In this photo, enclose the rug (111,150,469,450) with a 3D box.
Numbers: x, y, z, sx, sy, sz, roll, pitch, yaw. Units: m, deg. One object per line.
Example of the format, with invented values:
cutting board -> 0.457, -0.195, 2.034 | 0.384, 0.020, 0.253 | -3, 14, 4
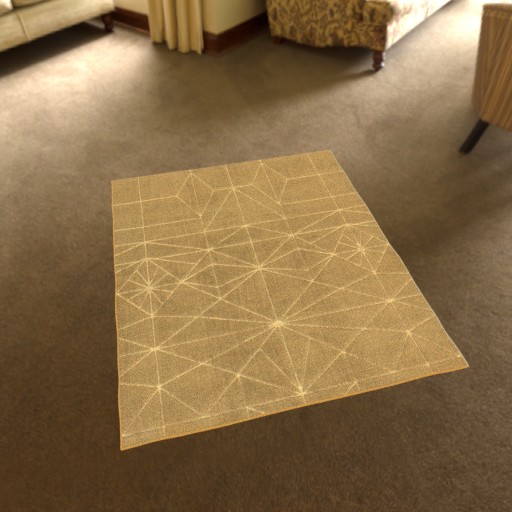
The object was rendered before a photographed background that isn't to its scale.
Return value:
rug -> 0.000, 0.000, 0.877 | 0.548, 0.006, 0.639 | -10, 47, -9
